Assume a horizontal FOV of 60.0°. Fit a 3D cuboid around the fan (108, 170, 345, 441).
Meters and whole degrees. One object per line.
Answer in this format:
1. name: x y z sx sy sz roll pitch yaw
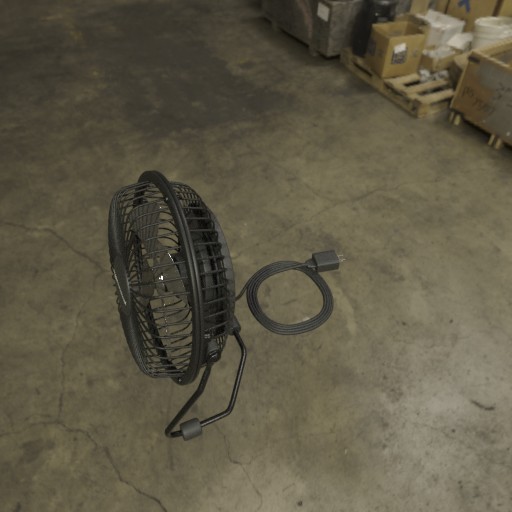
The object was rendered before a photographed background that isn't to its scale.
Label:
1. fan: 0.000 0.000 0.313 0.202 0.152 0.153 -19 49 -17
